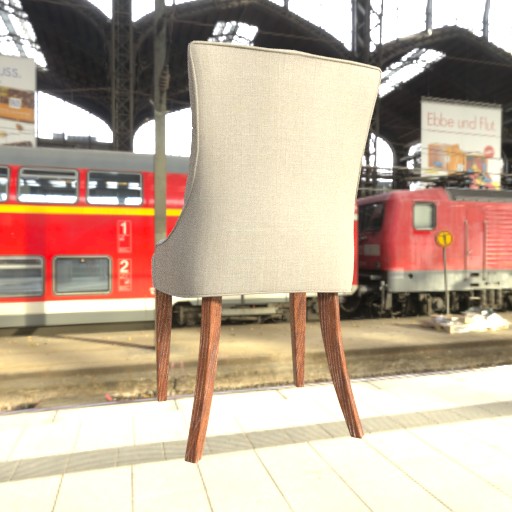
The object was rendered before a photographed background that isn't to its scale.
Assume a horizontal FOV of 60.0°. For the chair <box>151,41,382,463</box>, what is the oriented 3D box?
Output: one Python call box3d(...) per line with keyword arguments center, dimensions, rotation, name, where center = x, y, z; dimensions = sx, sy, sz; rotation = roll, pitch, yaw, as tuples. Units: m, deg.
box3d(center=(0.000, 0.000, 1.182), dimensions=(0.509, 0.874, 0.565), rotation=(0, 1, -18), name="chair")
